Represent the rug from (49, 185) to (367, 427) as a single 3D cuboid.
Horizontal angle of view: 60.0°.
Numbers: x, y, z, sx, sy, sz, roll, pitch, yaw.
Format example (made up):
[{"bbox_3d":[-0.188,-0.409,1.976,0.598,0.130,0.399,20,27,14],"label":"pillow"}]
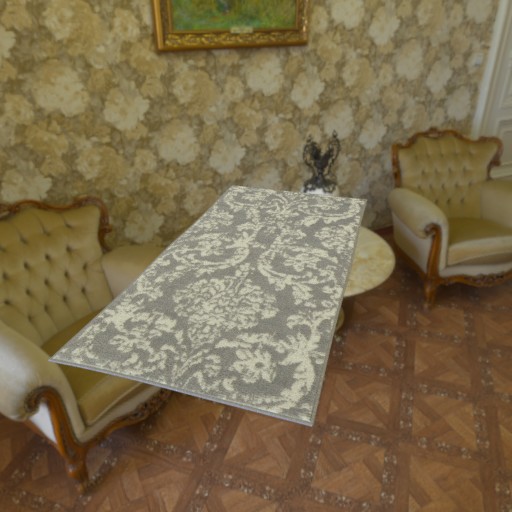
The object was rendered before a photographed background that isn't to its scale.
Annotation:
[{"bbox_3d":[0.000,0.000,1.427,0.604,0.007,1.219,8,30,15],"label":"rug"}]
